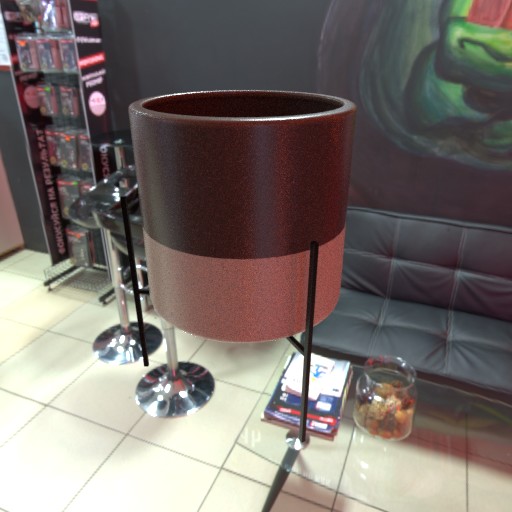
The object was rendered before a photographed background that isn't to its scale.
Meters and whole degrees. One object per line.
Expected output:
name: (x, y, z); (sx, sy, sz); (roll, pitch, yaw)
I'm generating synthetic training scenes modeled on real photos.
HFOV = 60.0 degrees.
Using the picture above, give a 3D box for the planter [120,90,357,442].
planter: (0.000, 0.000, 0.533); (0.250, 0.353, 0.260); (-17, 31, -31)
